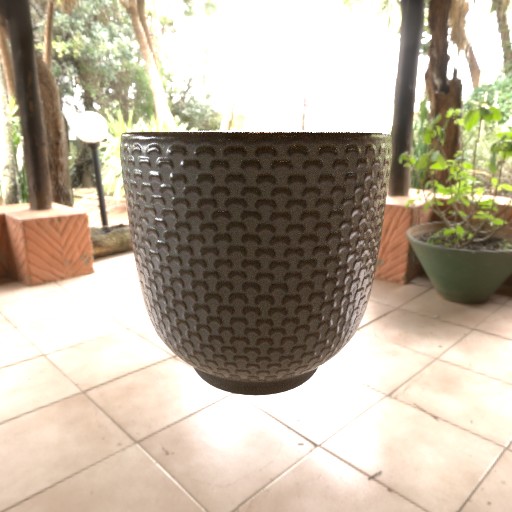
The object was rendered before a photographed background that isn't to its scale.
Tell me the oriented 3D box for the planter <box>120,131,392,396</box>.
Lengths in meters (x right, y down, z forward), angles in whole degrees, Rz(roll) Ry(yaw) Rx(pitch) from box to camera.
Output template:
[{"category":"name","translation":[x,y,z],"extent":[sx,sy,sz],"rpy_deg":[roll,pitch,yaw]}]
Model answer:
[{"category":"planter","translation":[0.000,0.000,0.355],"extent":[0.197,0.191,0.197],"rpy_deg":[0,15,0]}]
